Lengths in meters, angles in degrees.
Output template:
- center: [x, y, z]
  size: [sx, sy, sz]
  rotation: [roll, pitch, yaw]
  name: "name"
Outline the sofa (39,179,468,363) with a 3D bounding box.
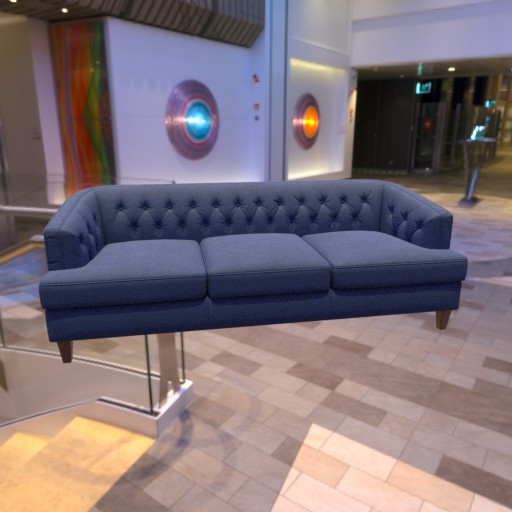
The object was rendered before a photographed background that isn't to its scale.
- center: [0.000, 0.000, 2.679]
  size: [2.235, 0.787, 0.914]
  rotation: [-3, 17, -10]
  name: "sofa"
